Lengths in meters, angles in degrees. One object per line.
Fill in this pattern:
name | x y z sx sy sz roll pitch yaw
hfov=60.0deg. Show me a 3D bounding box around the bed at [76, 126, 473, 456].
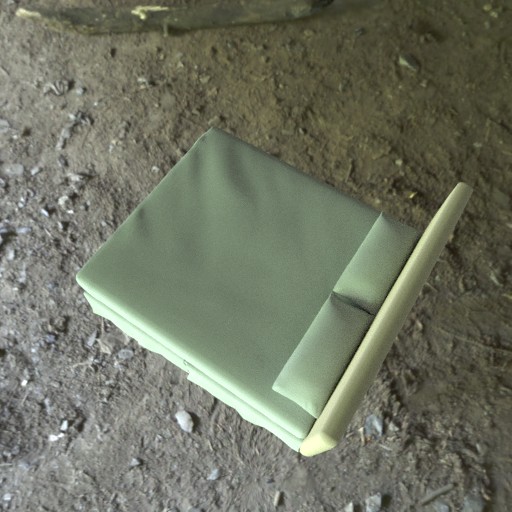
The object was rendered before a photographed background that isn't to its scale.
bed | 0.000 0.000 3.276 2.142 1.330 1.884 31 68 14
